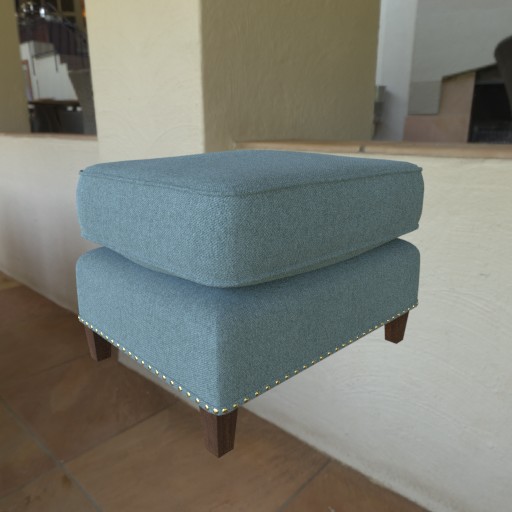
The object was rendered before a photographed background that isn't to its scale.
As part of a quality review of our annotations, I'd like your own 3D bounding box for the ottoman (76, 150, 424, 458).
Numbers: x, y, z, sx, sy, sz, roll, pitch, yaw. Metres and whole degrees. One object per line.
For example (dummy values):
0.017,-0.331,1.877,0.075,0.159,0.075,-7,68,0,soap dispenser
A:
0.000,0.000,1.150,0.738,0.537,0.589,-15,22,-42,ottoman
